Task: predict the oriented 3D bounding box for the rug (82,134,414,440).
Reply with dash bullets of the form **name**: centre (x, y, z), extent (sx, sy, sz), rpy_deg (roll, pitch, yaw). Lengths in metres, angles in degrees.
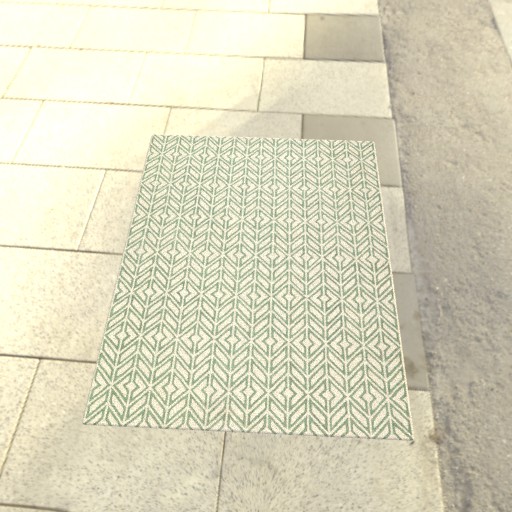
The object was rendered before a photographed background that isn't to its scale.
- **rug**: centre (0.000, 0.000, 4.049), extent (2.441, 0.017, 3.050), rpy_deg (2, 58, 1)
